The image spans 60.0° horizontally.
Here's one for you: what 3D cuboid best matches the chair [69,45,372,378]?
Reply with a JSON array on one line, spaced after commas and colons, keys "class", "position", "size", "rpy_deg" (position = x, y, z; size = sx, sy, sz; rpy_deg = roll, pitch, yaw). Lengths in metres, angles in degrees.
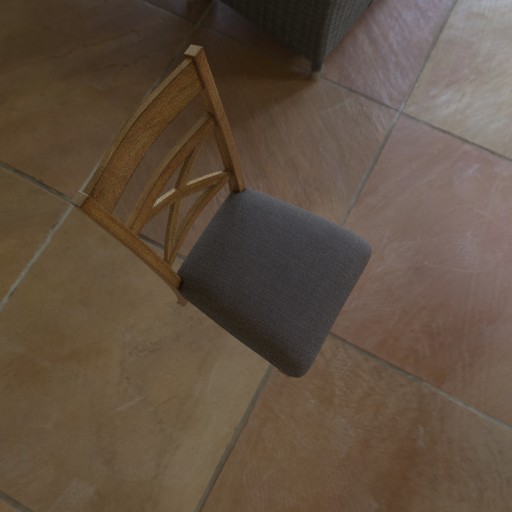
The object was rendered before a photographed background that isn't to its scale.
[{"class": "chair", "position": [0.000, 0.000, 1.268], "size": [0.581, 0.949, 0.470], "rpy_deg": [30, 76, 8]}]
